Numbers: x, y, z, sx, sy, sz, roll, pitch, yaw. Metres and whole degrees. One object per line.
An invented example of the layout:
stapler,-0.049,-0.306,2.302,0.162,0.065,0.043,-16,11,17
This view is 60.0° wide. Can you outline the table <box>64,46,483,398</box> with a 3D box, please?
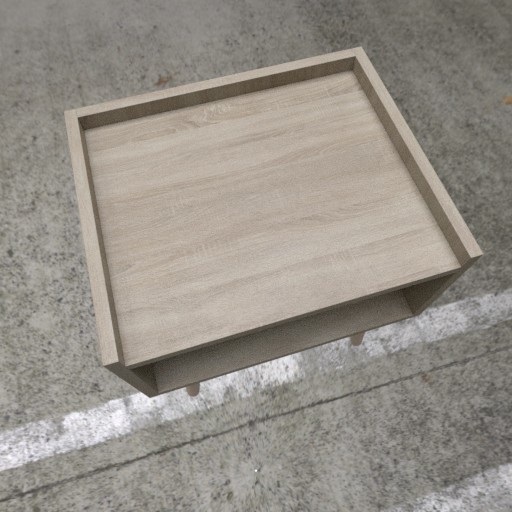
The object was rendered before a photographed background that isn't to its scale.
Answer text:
table,0.000,0.000,0.784,0.450,0.470,0.370,-15,65,-7
